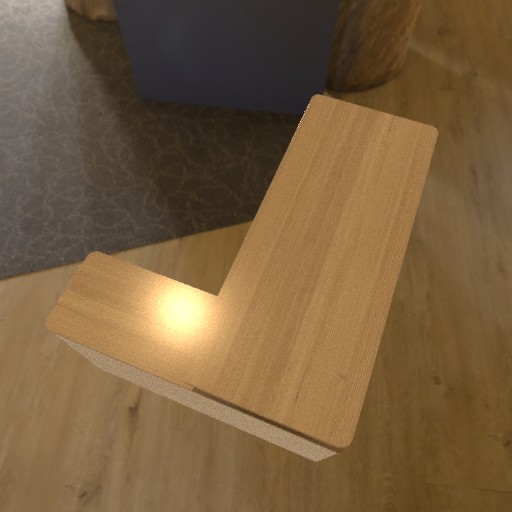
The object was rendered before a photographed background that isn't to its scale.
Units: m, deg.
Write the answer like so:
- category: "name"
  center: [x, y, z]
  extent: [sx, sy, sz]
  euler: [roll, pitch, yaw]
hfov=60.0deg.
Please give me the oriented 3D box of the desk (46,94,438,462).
- category: "desk"
  center: [0.000, 0.000, 2.085]
  extent: [1.175, 0.770, 1.400]
  euler: [20, 64, 10]
